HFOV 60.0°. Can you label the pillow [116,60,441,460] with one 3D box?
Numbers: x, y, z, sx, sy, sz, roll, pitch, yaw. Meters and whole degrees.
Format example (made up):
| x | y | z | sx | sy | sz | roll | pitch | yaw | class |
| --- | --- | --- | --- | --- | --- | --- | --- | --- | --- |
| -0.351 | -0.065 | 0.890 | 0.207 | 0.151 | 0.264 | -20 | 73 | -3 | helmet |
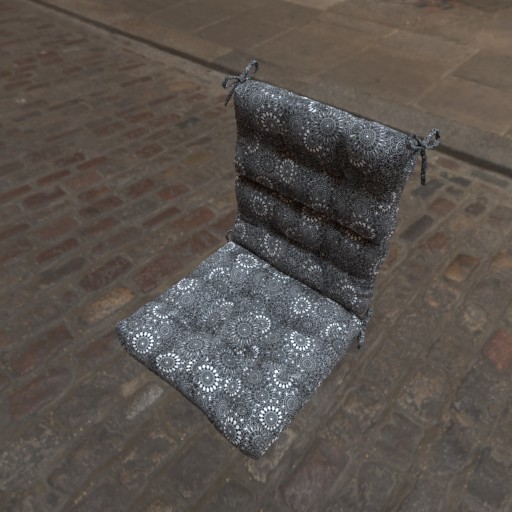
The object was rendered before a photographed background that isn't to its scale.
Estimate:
| x | y | z | sx | sy | sz | roll | pitch | yaw | class |
| --- | --- | --- | --- | --- | --- | --- | --- | --- | --- |
| 0.000 | 0.000 | 1.013 | 0.519 | 0.605 | 0.571 | 31 | 53 | 27 | pillow |
